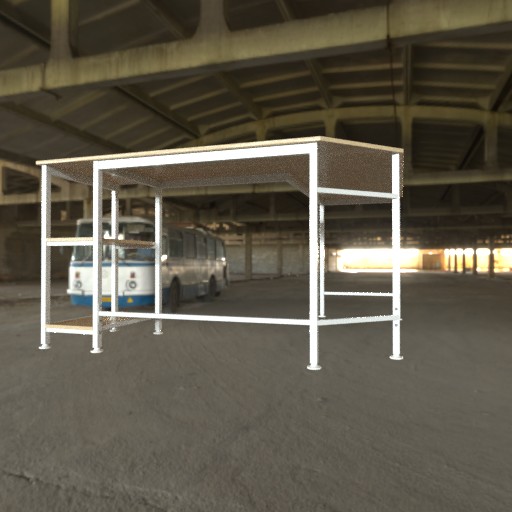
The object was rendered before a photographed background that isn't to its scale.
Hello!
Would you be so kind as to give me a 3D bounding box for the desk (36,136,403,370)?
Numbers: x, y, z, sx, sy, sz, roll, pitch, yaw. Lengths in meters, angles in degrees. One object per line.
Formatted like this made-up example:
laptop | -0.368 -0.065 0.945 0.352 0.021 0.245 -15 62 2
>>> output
desk | 0.000 0.000 2.188 1.379 0.739 1.379 0 -1 18
